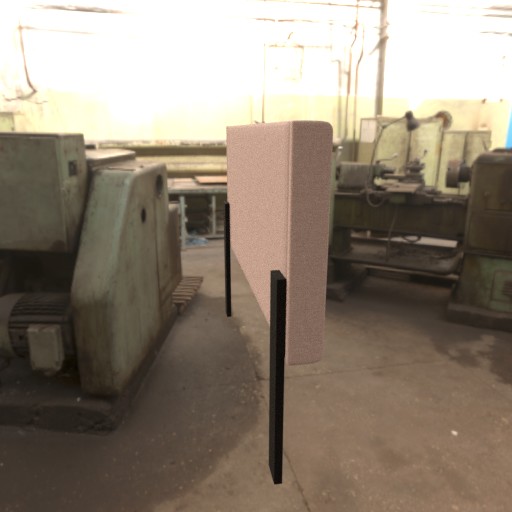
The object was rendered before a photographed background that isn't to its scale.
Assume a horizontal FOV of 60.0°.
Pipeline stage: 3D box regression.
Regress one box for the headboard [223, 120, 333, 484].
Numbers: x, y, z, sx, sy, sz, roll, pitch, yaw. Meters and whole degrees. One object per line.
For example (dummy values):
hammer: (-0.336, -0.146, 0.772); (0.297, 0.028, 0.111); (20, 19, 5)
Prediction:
headboard: (0.000, 0.000, 2.675); (0.184, 1.524, 2.051); (-3, 16, -10)
